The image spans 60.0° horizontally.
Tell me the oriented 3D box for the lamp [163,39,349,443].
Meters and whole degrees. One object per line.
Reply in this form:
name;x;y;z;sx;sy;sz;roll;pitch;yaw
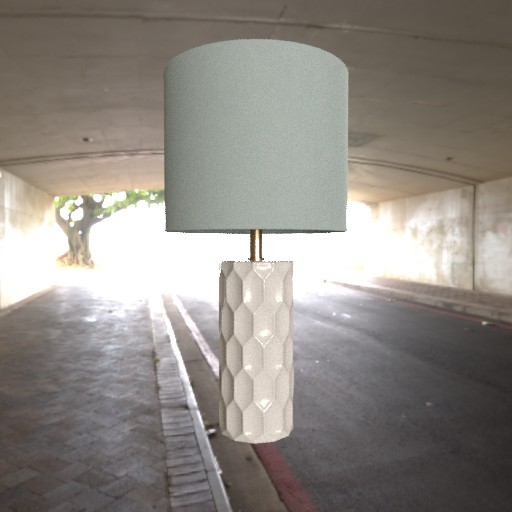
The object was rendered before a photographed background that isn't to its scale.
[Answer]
lamp;0.000;0.000;0.683;0.277;0.534;0.277;0;1;18
